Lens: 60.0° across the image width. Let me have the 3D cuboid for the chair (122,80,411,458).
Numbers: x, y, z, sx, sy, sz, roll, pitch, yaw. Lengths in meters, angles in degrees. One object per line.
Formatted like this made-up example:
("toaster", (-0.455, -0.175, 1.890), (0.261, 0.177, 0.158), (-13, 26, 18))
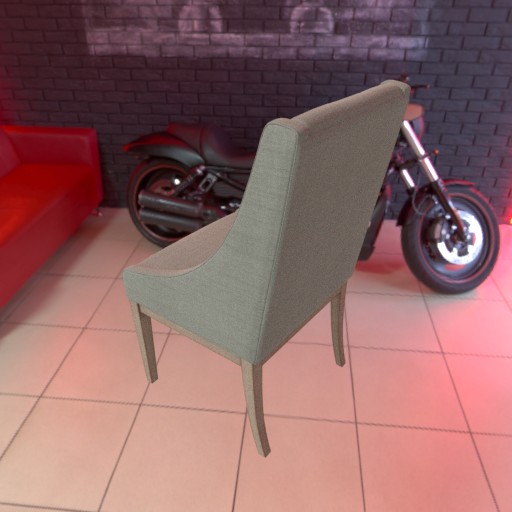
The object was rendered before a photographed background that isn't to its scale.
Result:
("chair", (0.000, 0.000, 1.375), (0.611, 1.021, 0.575), (23, 38, 32))
